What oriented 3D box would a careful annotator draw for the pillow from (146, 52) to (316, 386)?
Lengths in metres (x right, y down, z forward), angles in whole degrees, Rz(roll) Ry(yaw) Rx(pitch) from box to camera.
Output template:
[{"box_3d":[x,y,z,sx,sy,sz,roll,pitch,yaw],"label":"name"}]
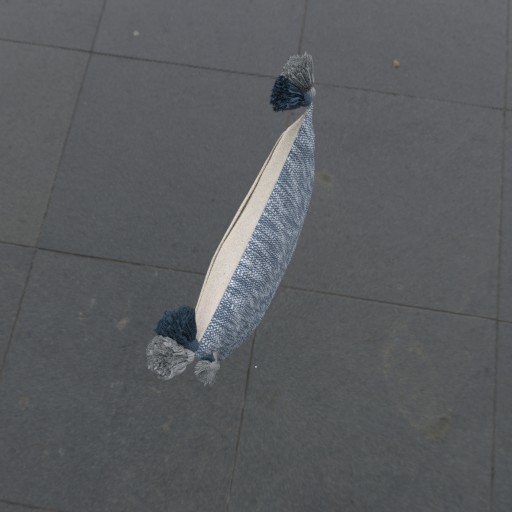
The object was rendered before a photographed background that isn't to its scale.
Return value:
[{"box_3d":[0.000,0.000,0.944,0.138,0.634,0.614,23,77,6],"label":"pillow"}]
